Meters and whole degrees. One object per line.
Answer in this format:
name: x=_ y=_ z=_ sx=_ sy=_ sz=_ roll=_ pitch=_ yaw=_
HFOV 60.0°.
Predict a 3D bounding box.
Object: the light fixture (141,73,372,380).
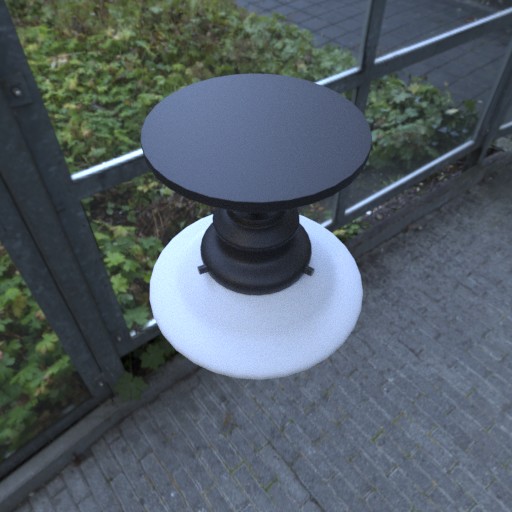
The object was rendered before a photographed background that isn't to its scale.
light fixture: x=0.000 y=0.000 z=0.386 sx=0.197 sy=0.254 sz=0.197 roll=0 pitch=48 yaw=0
